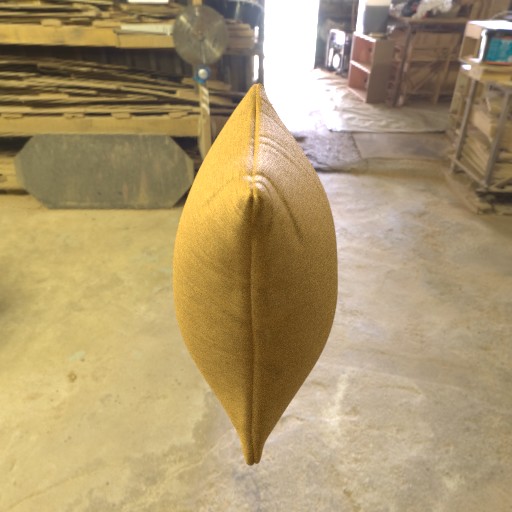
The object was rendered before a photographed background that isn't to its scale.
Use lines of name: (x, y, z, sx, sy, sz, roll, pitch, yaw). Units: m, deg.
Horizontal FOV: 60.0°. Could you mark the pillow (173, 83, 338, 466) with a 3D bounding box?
pillow: (0.000, 0.000, 0.678, 0.247, 0.417, 0.435, 0, 33, 0)
